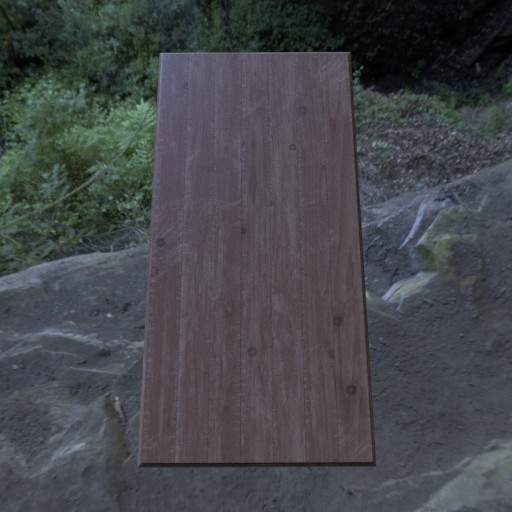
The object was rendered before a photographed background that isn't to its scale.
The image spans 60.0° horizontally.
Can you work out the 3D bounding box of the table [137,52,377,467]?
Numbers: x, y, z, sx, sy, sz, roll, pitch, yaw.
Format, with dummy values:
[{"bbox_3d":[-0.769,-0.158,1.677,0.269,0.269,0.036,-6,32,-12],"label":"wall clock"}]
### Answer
[{"bbox_3d":[0.000,0.000,1.375,0.559,0.458,1.118,0,77,0],"label":"table"}]
